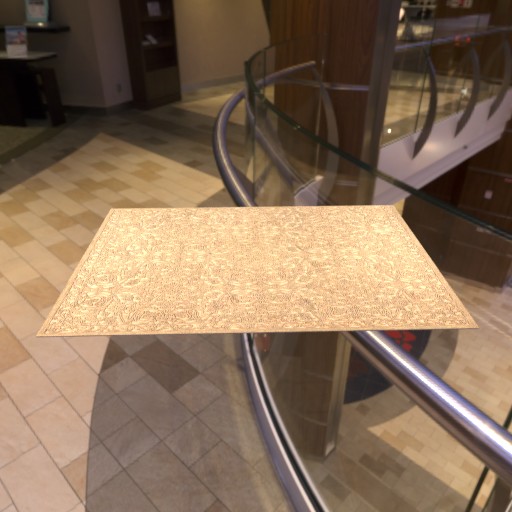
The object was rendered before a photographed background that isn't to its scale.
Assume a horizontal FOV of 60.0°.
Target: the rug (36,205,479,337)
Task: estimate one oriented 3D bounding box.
[{"bbox_3d":[0.000,0.000,2.348,1.827,0.006,1.221,-1,31,-1],"label":"rug"}]
